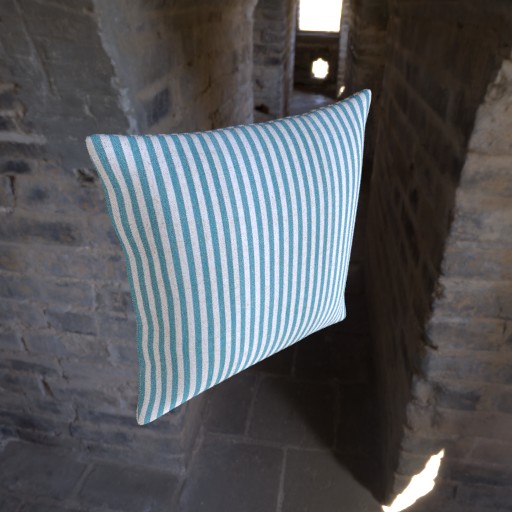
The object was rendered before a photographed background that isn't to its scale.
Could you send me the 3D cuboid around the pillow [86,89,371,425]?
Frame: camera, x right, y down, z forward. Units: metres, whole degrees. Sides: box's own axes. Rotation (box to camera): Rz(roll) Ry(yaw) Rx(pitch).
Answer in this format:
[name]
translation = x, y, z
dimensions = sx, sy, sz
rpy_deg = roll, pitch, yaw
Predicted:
[pillow]
translation = 0.000, 0.000, 0.790
dimensions = 0.523, 0.510, 0.166
rpy_deg = -21, 36, -31
